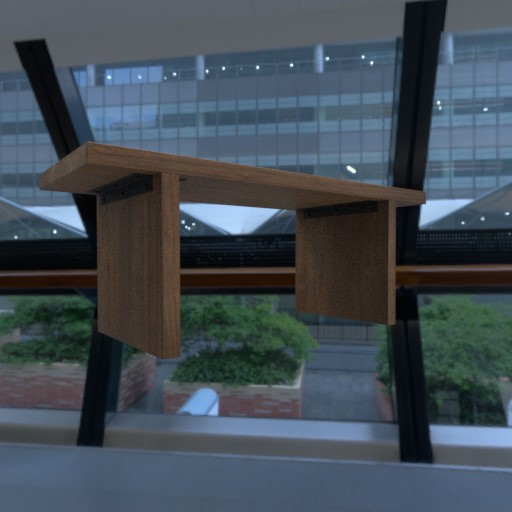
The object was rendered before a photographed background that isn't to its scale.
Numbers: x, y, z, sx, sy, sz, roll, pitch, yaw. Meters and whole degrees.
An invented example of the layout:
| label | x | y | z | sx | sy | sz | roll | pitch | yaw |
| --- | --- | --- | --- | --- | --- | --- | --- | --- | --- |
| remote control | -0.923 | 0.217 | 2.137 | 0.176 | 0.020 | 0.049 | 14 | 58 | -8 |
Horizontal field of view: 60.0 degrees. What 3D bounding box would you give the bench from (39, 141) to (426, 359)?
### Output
| label | x | y | z | sx | sy | sz | roll | pitch | yaw |
| --- | --- | --- | --- | --- | --- | --- | --- | --- | --- |
| bench | 0.000 | 0.000 | 1.421 | 1.183 | 0.458 | 0.458 | 0 | 0 | -37 |
